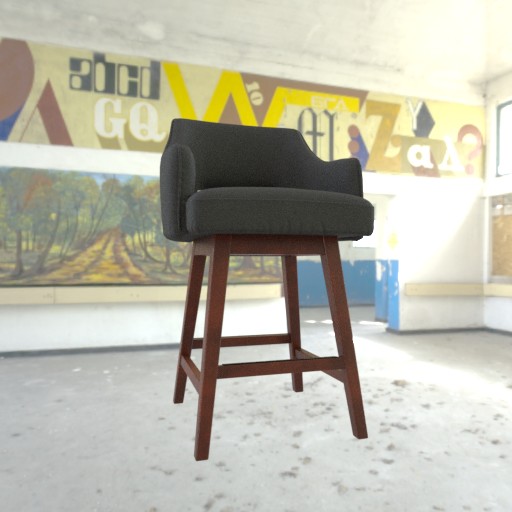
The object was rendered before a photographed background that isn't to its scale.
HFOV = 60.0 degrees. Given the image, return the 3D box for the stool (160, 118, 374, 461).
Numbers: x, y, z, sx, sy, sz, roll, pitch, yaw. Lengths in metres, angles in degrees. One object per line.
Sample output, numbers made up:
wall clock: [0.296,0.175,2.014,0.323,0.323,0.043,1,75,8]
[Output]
stool: [0.000,0.000,1.283,0.548,0.912,0.558,0,-1,-17]
